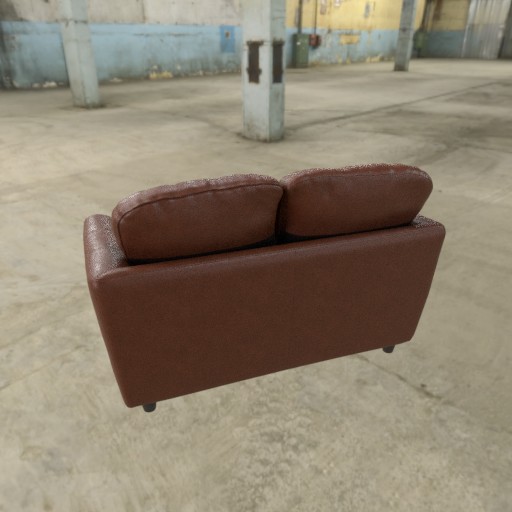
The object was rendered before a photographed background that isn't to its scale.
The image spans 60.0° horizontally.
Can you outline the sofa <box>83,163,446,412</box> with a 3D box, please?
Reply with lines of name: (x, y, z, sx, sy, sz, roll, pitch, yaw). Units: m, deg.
sofa: (0.000, 0.000, 1.965, 1.406, 0.906, 0.805, -9, 27, -18)
